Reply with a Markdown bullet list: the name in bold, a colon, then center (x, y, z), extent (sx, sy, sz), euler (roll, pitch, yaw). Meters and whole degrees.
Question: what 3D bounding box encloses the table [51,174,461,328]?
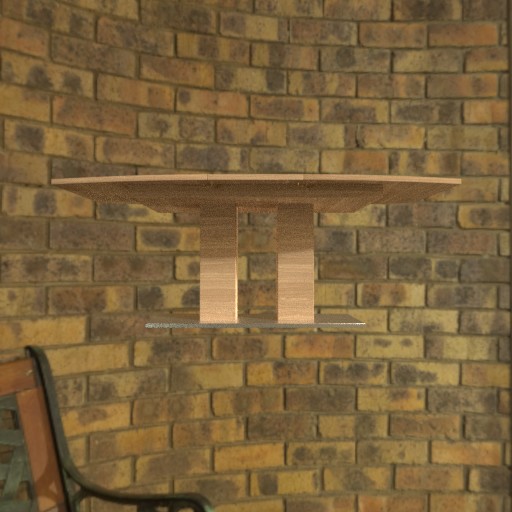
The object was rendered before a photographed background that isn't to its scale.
- **table**: center (0.000, 0.000, 2.522), extent (2.032, 0.750, 0.900), euler (0, -1, 0)
